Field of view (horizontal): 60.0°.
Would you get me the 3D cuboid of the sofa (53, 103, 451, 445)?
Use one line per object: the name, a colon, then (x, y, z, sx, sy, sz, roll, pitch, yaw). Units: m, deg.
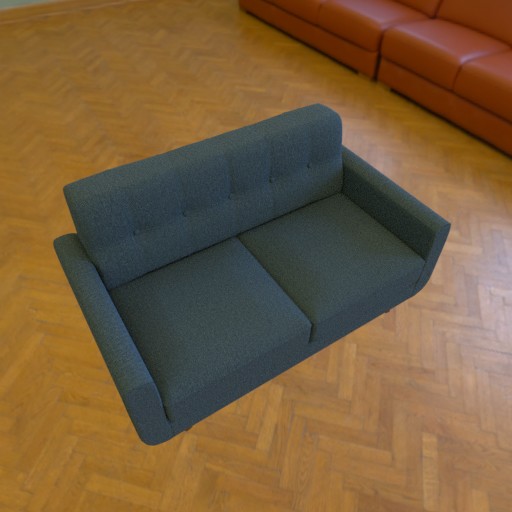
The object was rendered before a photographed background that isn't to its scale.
sofa: (0.000, 0.000, 2.178, 1.651, 0.896, 0.942, -25, 51, -22)
